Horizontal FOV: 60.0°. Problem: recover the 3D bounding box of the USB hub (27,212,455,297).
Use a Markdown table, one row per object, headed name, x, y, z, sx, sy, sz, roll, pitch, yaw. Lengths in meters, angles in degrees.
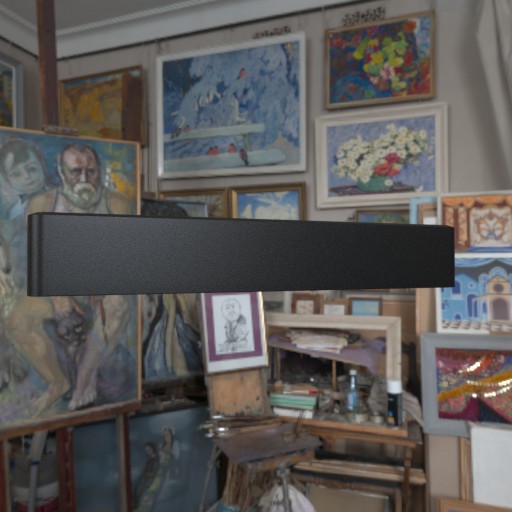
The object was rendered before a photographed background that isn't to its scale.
| name | x | y | z | sx | sy | sz | roll | pitch | yaw |
| --- | --- | --- | --- | --- | --- | --- | --- | --- | --- |
| USB hub | 0.000 | 0.000 | 0.162 | 0.145 | 0.023 | 0.044 | 0 | -1 | -19 |
